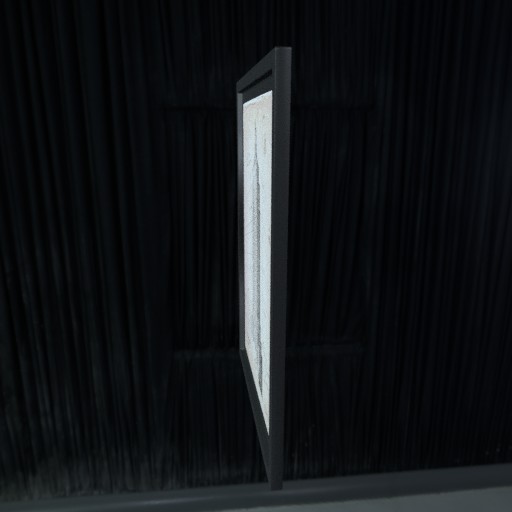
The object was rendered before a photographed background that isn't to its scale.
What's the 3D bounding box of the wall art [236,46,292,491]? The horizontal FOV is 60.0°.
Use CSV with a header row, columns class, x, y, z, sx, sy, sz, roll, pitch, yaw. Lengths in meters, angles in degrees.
class,x,y,z,sx,sy,sz,roll,pitch,yaw
wall art,0.000,0.000,0.554,0.013,0.431,0.303,-2,16,-8
